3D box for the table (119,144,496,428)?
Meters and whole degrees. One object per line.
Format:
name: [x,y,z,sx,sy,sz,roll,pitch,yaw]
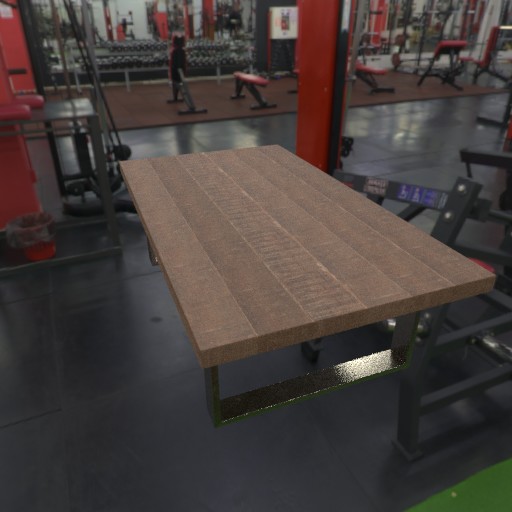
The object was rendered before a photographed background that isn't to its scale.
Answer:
table: [0.000,0.000,1.706,0.800,0.440,1.400,-11,31,-19]
